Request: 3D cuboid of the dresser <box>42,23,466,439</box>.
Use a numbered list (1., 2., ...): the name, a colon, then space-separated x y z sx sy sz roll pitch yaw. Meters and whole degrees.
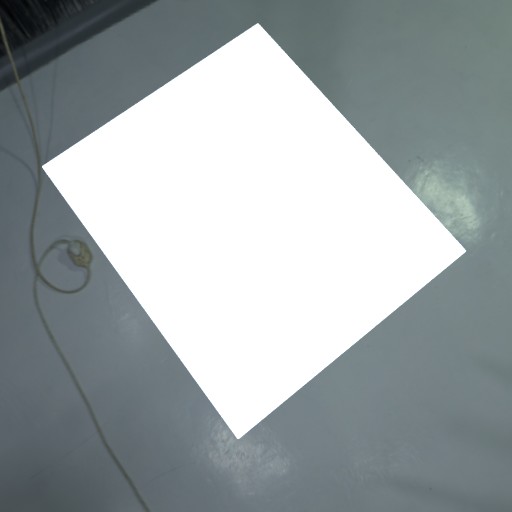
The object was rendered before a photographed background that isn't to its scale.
1. dresser: 0.000 0.000 0.809 0.360 0.560 0.400 -37 79 -8
